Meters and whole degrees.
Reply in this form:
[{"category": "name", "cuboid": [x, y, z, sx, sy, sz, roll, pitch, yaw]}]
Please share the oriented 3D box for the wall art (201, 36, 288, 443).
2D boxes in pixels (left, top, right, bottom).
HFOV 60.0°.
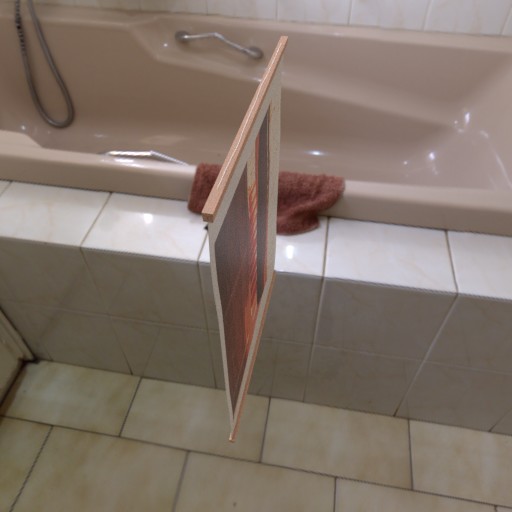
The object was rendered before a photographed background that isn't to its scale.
[{"category": "wall art", "cuboid": [0.000, 0.000, 1.346, 0.020, 1.013, 0.758, 9, 48, 8]}]
